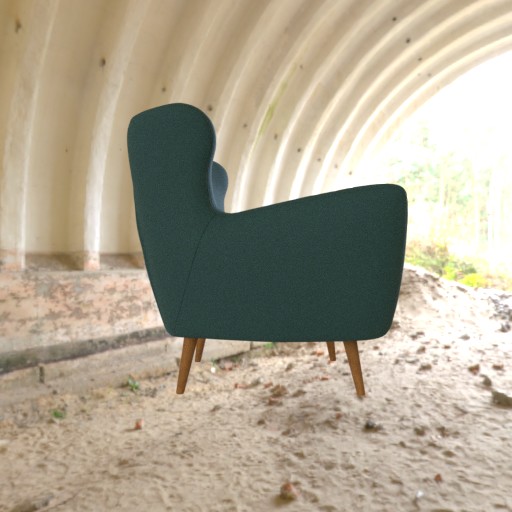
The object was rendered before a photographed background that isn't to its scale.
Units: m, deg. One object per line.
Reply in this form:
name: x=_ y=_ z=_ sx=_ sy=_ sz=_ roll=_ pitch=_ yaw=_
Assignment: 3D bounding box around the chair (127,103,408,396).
chair: x=0.000 y=0.000 z=1.660 sx=0.889 sy=0.889 sz=0.890 roll=0 pitch=-1 yaw=0
